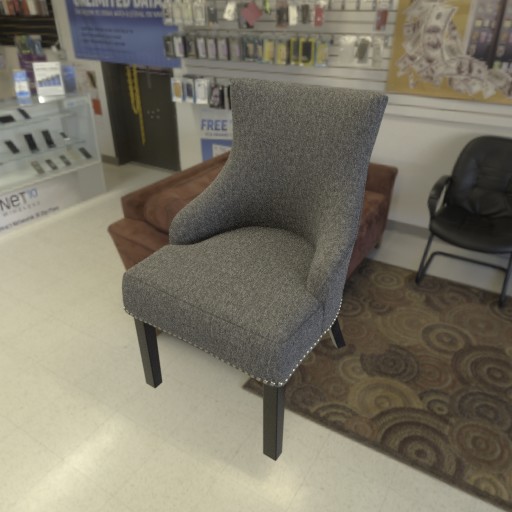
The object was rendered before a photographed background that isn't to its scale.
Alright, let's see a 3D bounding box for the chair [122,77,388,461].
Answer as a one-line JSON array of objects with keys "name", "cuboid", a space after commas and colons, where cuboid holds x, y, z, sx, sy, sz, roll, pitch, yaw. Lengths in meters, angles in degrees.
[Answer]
[{"name": "chair", "cuboid": [0.000, 0.000, 1.326, 0.566, 0.909, 0.629, 19, 35, 29]}]
